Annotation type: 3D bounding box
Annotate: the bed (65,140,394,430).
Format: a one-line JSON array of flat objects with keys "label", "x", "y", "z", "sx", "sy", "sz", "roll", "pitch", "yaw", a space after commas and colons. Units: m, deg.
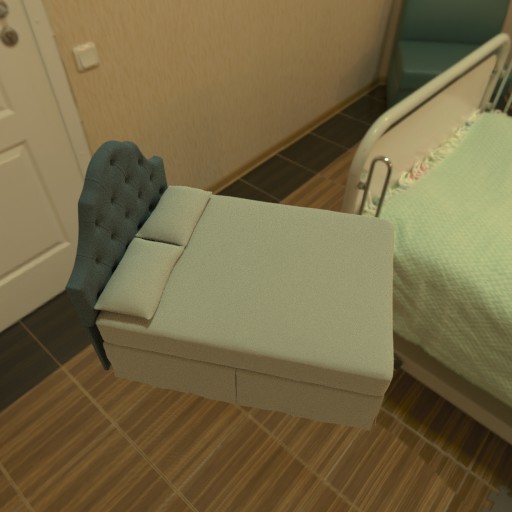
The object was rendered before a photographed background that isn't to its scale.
[{"label": "bed", "x": 0.000, "y": 0.000, "z": 3.341, "sx": 2.155, "sy": 1.575, "sz": 1.636, "roll": 9, "pitch": 47, "yaw": 9}]
